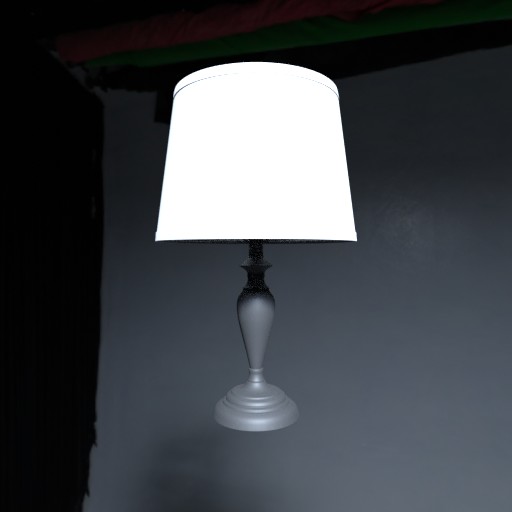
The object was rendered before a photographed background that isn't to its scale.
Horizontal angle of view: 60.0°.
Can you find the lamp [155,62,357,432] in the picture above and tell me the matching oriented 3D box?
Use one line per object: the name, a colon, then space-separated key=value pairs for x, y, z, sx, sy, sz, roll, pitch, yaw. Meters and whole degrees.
lamp: x=0.000 y=0.000 z=0.699 sx=0.310 sy=0.501 sz=0.310 roll=0 pitch=0 yaw=0
